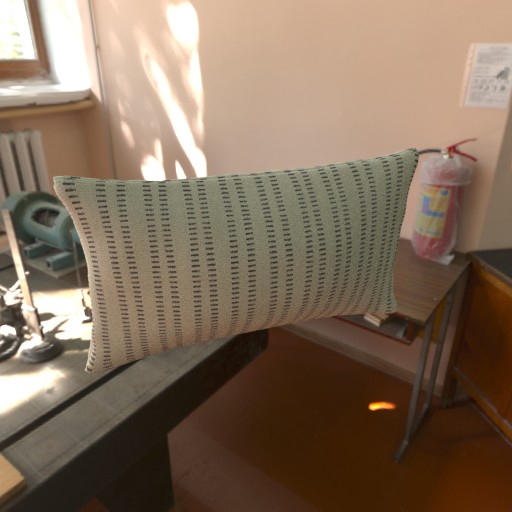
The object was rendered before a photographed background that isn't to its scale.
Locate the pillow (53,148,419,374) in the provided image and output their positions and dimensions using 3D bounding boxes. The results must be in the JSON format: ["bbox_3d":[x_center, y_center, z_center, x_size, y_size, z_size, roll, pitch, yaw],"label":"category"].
[{"bbox_3d":[0.000,0.000,0.810,0.640,0.353,0.210,-8,27,-17],"label":"pillow"}]
